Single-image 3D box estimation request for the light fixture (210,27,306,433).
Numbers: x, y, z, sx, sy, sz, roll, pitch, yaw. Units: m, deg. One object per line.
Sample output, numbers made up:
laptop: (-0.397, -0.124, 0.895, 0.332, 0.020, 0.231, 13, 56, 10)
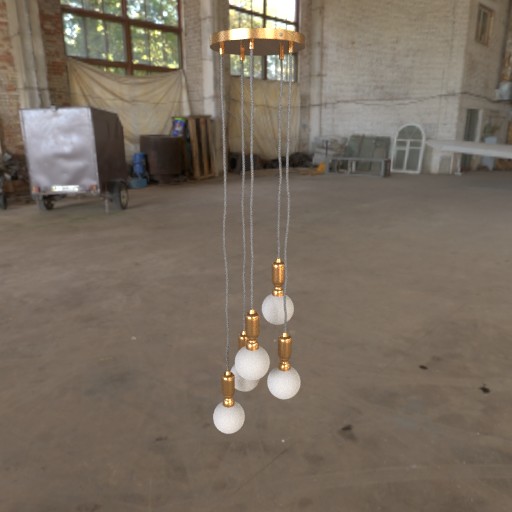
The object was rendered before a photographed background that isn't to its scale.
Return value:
light fixture: (0.000, 0.000, 0.511, 0.108, 0.457, 0.105, -8, 18, -26)
